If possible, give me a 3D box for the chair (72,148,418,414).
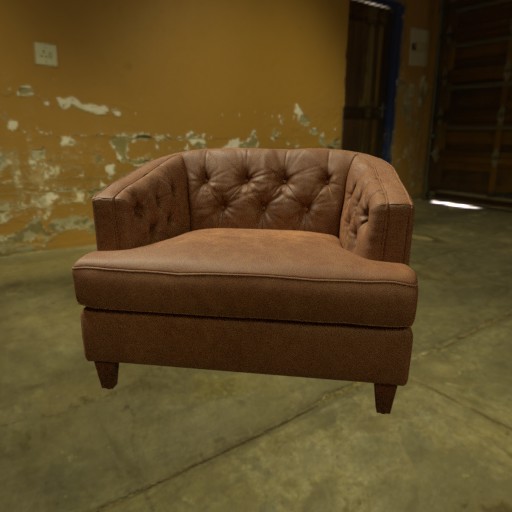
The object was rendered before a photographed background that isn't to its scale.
[{"bbox_3d":[0.000,0.000,1.795,1.119,0.836,0.911,2,15,9],"label":"chair"}]
